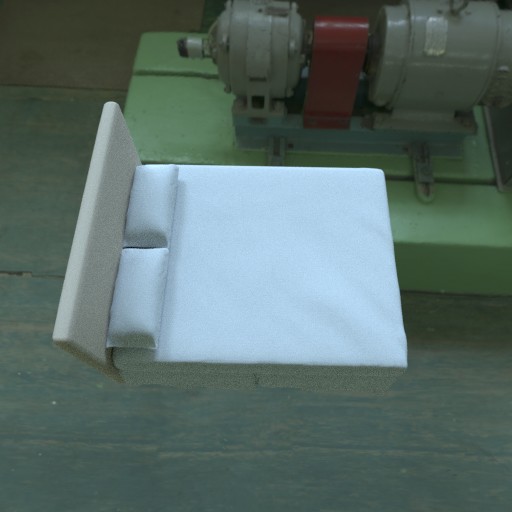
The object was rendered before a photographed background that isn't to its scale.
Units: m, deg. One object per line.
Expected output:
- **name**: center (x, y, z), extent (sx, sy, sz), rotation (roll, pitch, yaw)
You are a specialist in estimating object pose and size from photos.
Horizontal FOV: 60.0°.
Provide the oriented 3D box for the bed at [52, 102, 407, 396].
- **bed**: center (0.000, 0.000, 3.238), extent (2.142, 1.330, 1.748), rotation (1, 65, 1)
